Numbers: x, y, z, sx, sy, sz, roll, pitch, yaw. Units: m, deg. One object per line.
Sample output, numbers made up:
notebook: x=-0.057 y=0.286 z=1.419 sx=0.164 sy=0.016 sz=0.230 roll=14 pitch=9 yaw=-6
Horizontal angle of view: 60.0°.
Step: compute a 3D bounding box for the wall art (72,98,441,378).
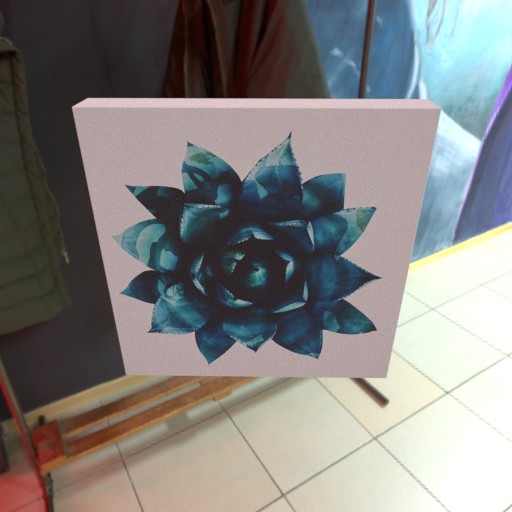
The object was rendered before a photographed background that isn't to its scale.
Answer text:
wall art: x=0.000 y=0.000 z=0.458 sx=0.305 sy=0.305 sz=0.038 roll=0 pitch=30 yaw=1
